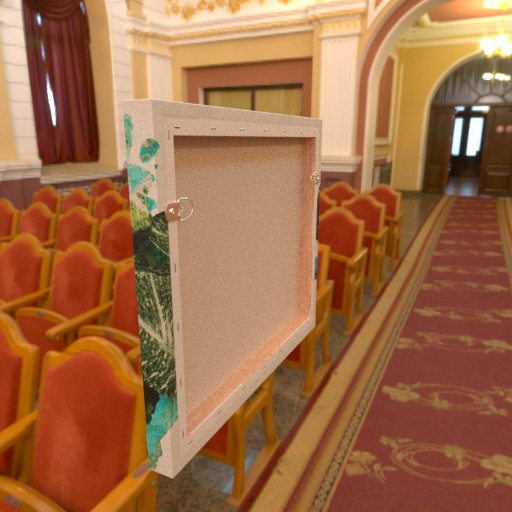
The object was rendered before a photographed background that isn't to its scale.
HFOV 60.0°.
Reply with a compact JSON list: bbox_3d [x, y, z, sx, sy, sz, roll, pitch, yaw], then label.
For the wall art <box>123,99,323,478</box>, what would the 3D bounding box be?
[{"bbox_3d":[0.000,0.000,0.706,0.041,0.435,0.507,7,16,26],"label":"wall art"}]
